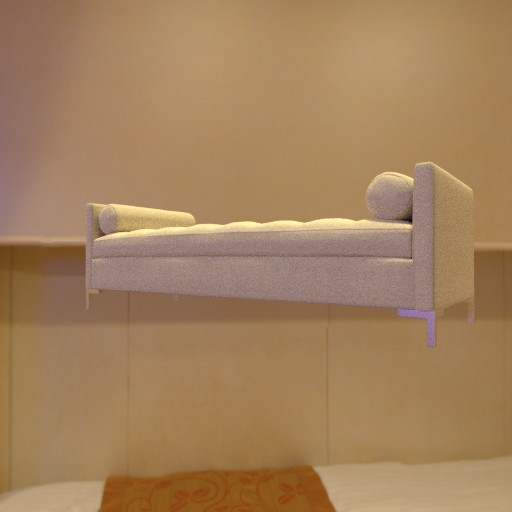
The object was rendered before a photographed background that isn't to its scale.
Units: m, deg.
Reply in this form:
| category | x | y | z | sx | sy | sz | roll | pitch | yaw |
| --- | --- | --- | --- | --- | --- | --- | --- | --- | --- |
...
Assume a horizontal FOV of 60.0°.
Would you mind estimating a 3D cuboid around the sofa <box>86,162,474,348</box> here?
| category | x | y | z | sx | sy | sz | roll | pitch | yaw |
| --- | --- | --- | --- | --- | --- | --- | --- | --- | --- |
| sofa | 0.000 | 0.000 | 2.461 | 2.102 | 0.655 | 0.797 | 0 | 0 | 36 |
